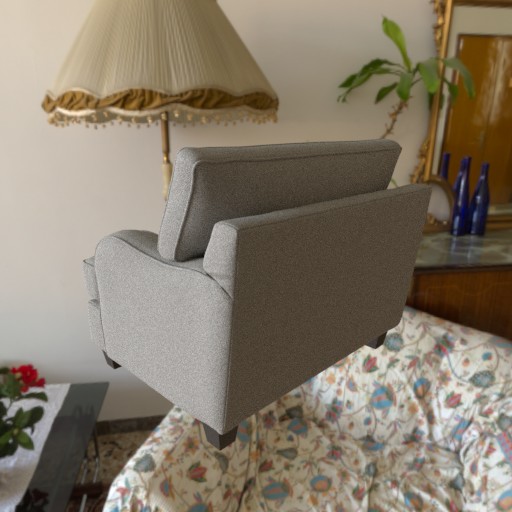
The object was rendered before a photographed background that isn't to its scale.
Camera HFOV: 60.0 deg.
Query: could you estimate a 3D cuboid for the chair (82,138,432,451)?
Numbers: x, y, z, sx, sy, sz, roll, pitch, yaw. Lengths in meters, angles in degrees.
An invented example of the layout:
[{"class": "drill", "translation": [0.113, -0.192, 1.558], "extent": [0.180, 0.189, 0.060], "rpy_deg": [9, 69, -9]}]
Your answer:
[{"class": "chair", "translation": [0.000, 0.000, 1.998], "extent": [1.220, 1.016, 1.040], "rpy_deg": [-16, 23, -42]}]
